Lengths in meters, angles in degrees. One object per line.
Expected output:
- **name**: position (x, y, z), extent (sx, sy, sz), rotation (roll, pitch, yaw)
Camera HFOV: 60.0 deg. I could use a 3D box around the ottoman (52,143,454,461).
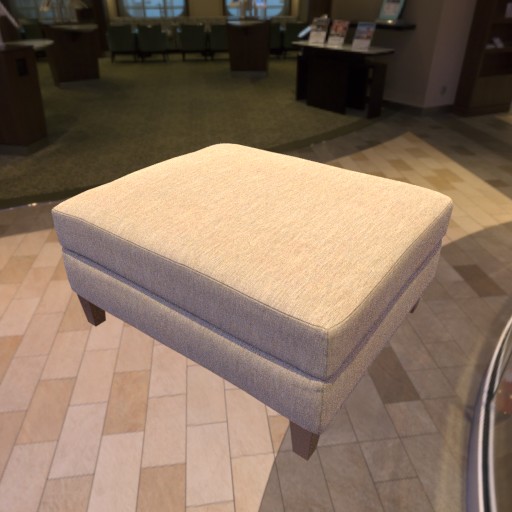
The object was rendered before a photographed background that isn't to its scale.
- **ottoman**: position (0.000, 0.000, 1.459), extent (0.976, 0.492, 0.836), rotation (21, 37, 31)
